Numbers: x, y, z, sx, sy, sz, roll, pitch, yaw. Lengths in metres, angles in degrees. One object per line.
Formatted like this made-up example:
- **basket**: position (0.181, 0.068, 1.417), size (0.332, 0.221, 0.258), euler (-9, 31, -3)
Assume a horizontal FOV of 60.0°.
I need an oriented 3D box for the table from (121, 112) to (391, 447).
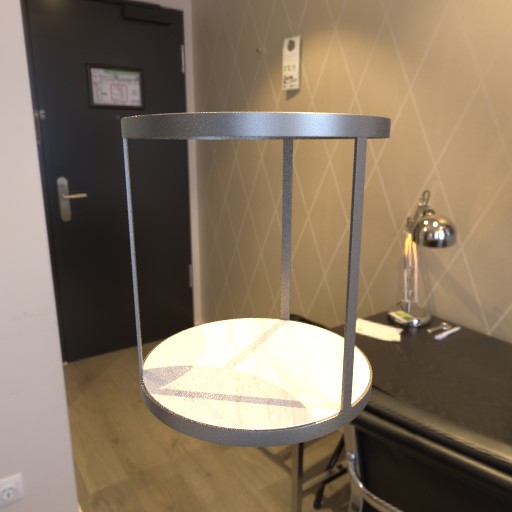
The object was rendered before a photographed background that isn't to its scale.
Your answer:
- **table**: position (0.000, 0.000, 0.820), size (0.445, 0.479, 0.445), euler (0, 14, 0)
